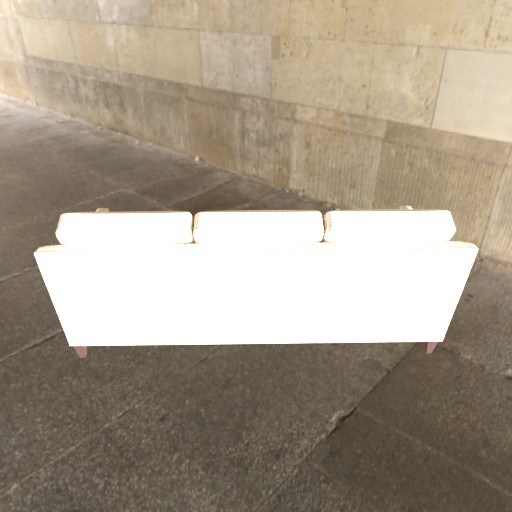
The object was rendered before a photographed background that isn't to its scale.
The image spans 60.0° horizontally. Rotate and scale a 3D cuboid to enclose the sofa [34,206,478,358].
[{"bbox_3d":[0.000,0.000,2.810,2.210,0.940,1.041,-1,31,-1],"label":"sofa"}]
